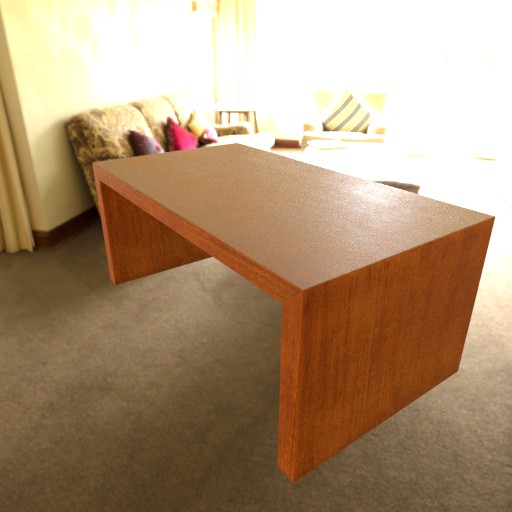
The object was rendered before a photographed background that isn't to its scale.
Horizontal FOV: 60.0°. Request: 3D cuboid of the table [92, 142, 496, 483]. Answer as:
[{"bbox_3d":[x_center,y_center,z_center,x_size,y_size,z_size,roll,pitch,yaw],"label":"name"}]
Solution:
[{"bbox_3d":[0.000,0.000,1.261,0.549,0.419,1.000,-17,30,-32],"label":"table"}]
